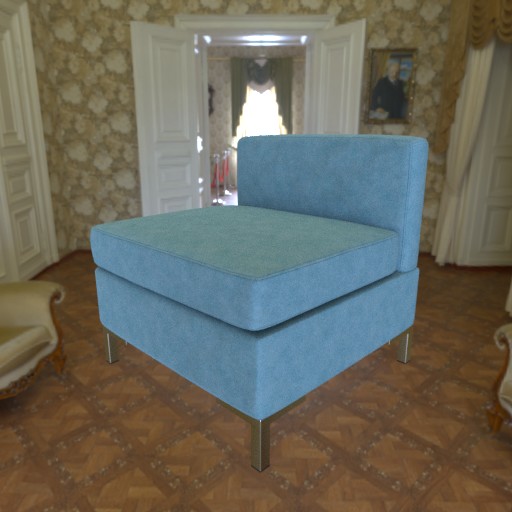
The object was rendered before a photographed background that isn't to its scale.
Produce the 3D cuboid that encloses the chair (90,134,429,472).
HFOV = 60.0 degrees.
[{"bbox_3d":[0.000,0.000,1.246,0.684,0.660,0.685,15,21,43],"label":"chair"}]
